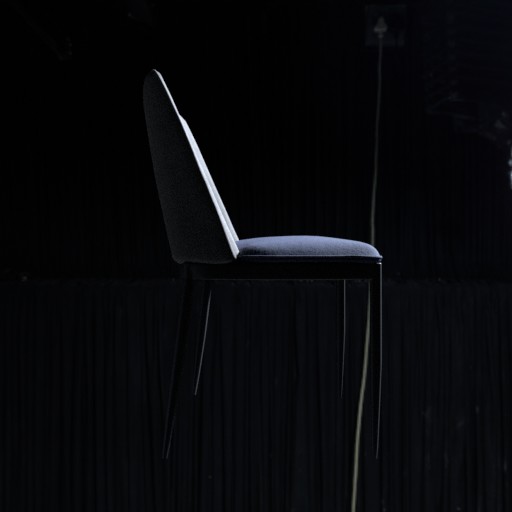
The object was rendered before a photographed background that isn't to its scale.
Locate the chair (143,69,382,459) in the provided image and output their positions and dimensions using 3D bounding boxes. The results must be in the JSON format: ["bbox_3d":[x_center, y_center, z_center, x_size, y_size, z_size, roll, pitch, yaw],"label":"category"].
[{"bbox_3d":[0.000,0.000,1.143,0.550,0.855,0.488,0,0,0],"label":"chair"}]
